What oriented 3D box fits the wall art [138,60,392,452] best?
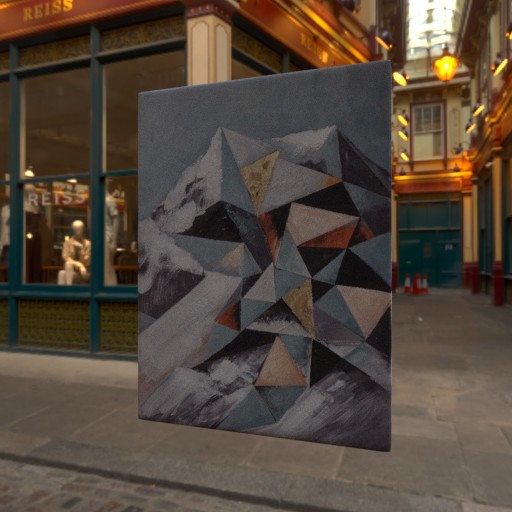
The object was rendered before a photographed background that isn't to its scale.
[{"bbox_3d":[0.000,0.000,0.778,0.455,0.613,0.037,0,0,18],"label":"wall art"}]
